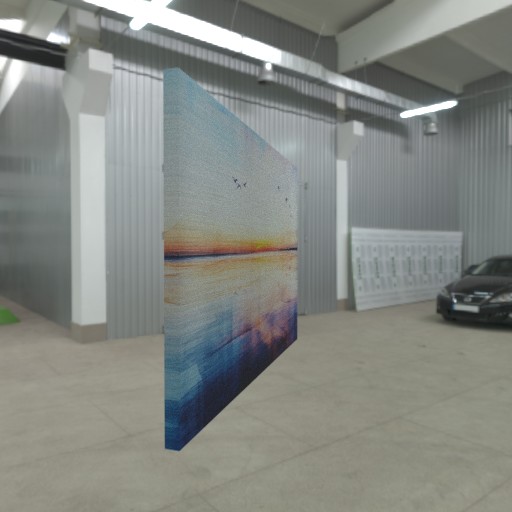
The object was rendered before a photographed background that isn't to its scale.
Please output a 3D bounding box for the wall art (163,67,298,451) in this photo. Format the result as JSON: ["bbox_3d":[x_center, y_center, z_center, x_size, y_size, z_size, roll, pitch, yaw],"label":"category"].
[{"bbox_3d":[0.000,0.000,0.754,0.018,0.402,0.604,0,1,17],"label":"wall art"}]
